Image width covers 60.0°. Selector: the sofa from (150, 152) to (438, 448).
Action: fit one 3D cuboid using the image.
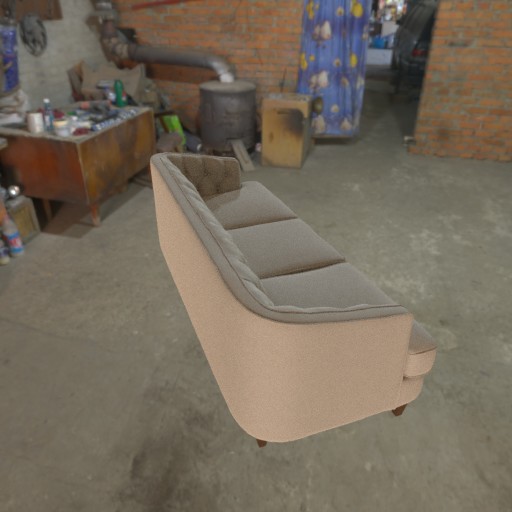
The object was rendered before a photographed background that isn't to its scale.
[{"bbox_3d":[0.000,0.000,2.767,0.941,0.855,2.278,-11,32,-18],"label":"sofa"}]
